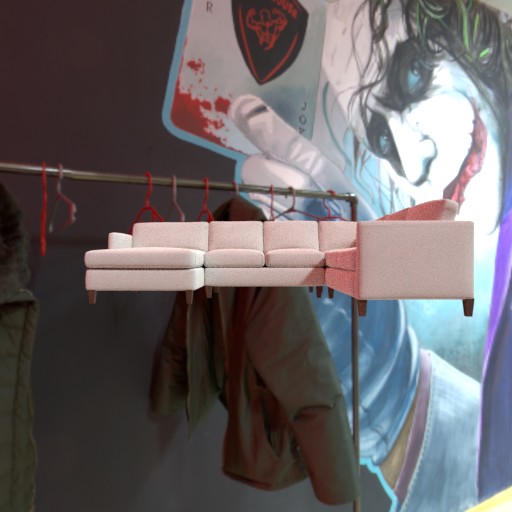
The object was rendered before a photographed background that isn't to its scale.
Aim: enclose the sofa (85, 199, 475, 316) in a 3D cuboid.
[{"bbox_3d":[0.000,0.000,4.694,3.459,0.956,2.593,0,0,1],"label":"sofa"}]
